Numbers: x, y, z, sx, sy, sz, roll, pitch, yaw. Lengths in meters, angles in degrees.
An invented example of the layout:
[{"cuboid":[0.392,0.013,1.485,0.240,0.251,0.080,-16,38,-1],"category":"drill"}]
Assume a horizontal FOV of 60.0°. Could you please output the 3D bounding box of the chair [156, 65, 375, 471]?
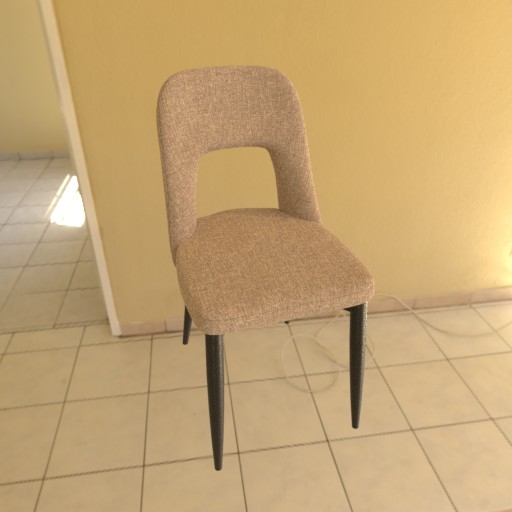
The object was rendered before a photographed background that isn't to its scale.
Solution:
[{"cuboid":[0.000,0.000,1.257,0.470,0.931,0.612,-10,32,-16],"category":"chair"}]
